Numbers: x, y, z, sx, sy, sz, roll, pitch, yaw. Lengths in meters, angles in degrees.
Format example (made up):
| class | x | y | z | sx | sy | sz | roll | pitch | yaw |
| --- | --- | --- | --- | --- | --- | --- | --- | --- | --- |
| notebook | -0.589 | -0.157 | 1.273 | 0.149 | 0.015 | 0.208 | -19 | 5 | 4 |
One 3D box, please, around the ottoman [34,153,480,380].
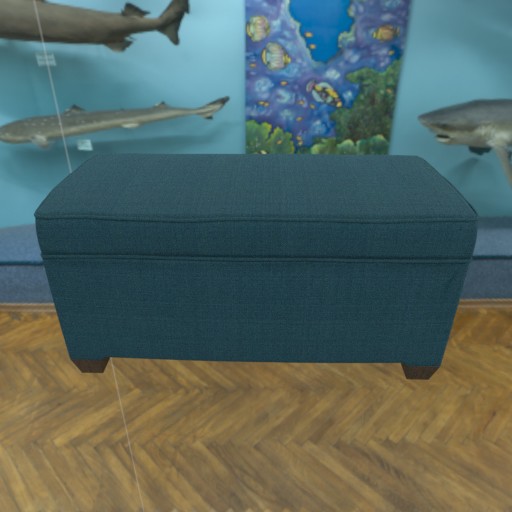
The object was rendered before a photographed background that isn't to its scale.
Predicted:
| class | x | y | z | sx | sy | sz | roll | pitch | yaw |
| --- | --- | --- | --- | --- | --- | --- | --- | --- | --- |
| ottoman | 0.000 | 0.000 | 1.195 | 0.943 | 0.474 | 0.474 | 1 | 30 | 1 |
